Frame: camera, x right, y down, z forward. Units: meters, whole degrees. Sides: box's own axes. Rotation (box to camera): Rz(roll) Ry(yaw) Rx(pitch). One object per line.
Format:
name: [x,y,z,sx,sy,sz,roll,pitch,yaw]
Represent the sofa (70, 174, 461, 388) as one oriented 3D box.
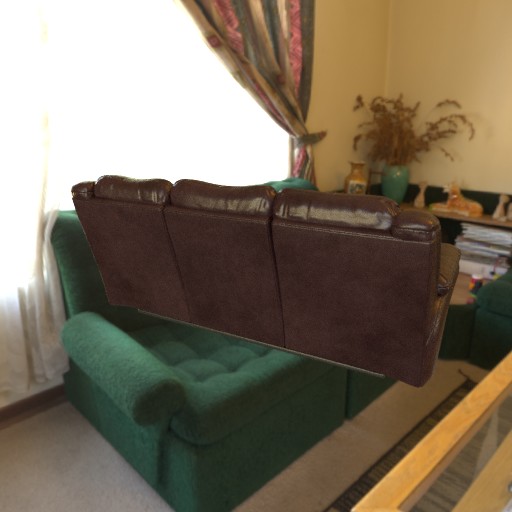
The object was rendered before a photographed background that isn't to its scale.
sofa: [0.000,0.000,2.851,2.337,1.043,0.991,9,20,28]
